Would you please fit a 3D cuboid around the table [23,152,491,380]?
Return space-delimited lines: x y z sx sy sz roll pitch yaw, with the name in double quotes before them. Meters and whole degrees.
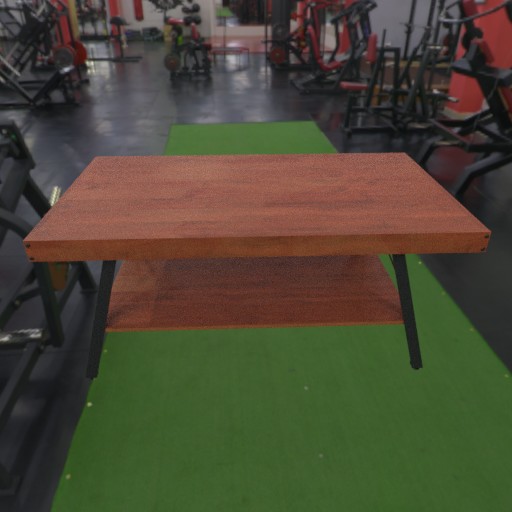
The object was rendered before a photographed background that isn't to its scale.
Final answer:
"table" 0.000 0.000 1.385 1.067 0.457 0.610 -1 30 -2
